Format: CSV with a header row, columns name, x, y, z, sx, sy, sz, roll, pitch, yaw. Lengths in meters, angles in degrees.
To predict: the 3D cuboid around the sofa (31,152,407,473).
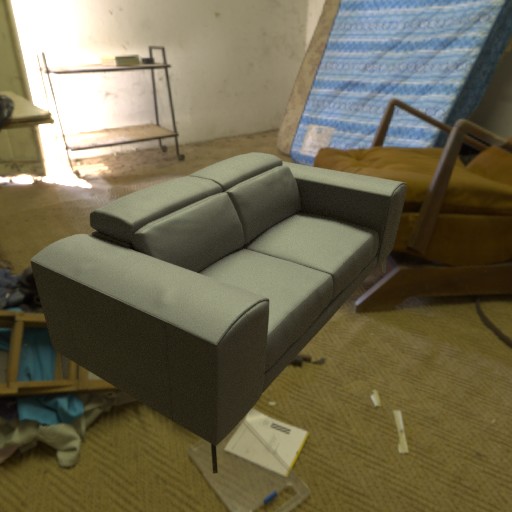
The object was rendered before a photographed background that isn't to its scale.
name,x,y,z,sx,sy,sz,roll,pitch,yaw
sofa,0.000,0.000,2.359,1.003,0.779,1.895,17,32,30
